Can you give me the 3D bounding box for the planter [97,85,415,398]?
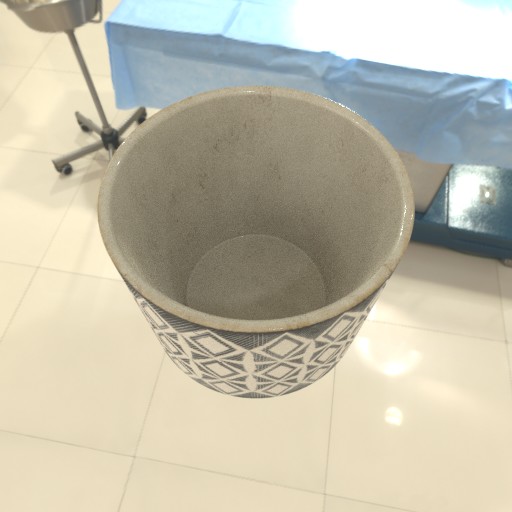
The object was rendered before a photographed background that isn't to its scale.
[{"bbox_3d":[0.000,0.000,0.342,0.192,0.165,0.192,0,58,0],"label":"planter"}]
